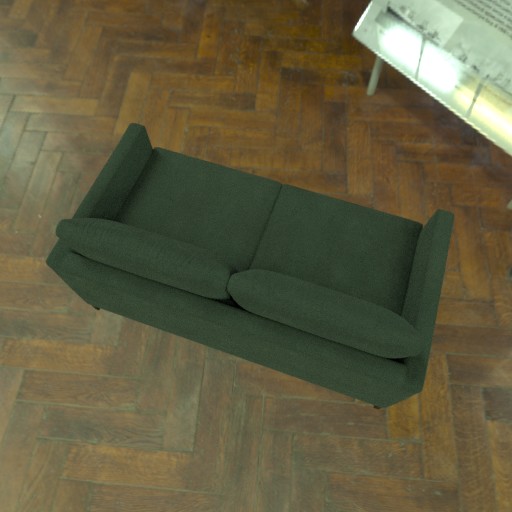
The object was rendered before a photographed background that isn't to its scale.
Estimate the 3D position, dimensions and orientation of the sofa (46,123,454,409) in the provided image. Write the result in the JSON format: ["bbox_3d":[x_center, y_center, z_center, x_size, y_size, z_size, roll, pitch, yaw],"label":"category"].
[{"bbox_3d":[0.000,0.000,2.167,1.676,0.817,0.875,18,65,8],"label":"sofa"}]
